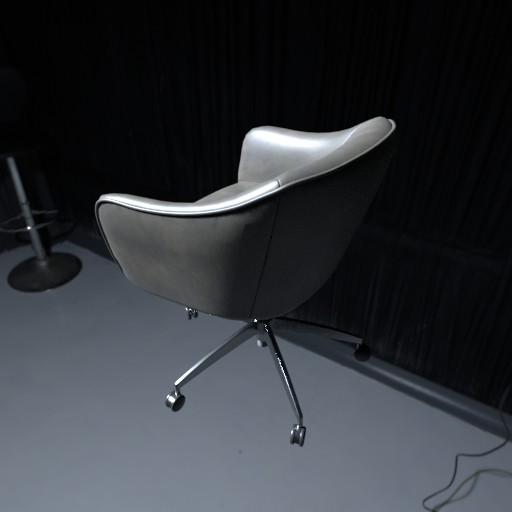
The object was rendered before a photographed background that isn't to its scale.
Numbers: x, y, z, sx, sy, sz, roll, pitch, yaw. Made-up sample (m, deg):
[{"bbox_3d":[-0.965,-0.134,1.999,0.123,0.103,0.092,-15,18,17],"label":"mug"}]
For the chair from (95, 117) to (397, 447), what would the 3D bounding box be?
[{"bbox_3d":[0.000,0.000,1.336,0.689,0.827,0.713,22,40,29],"label":"chair"}]
